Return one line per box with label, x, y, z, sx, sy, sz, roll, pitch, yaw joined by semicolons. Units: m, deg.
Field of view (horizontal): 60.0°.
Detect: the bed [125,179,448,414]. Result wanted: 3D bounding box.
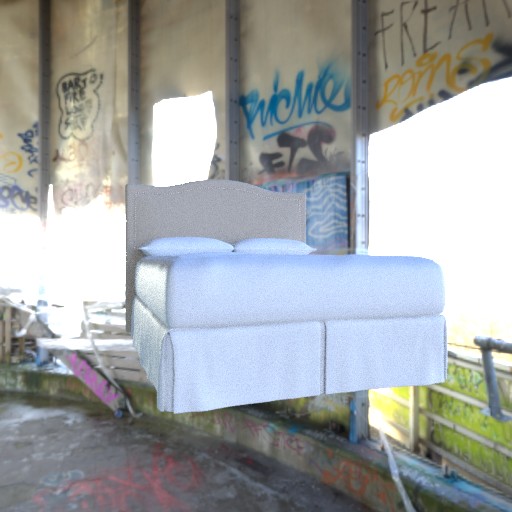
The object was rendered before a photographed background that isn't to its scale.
bed;0.000;0.000;3.124;1.678;1.398;2.052;0;0;-19
